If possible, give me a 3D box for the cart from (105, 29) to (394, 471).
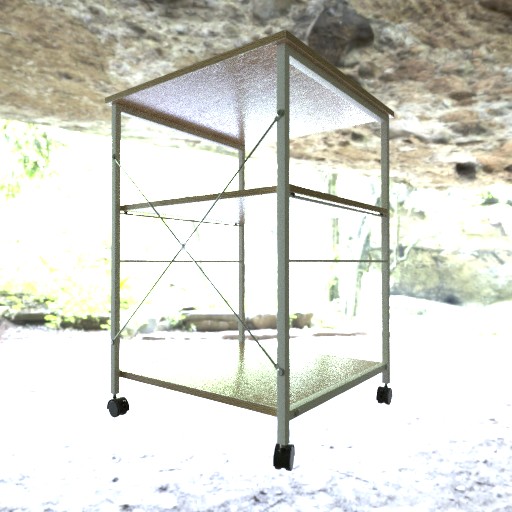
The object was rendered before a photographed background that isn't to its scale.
[{"bbox_3d":[0.000,0.000,1.112,0.521,0.762,0.520,-1,-1,37],"label":"cart"}]
